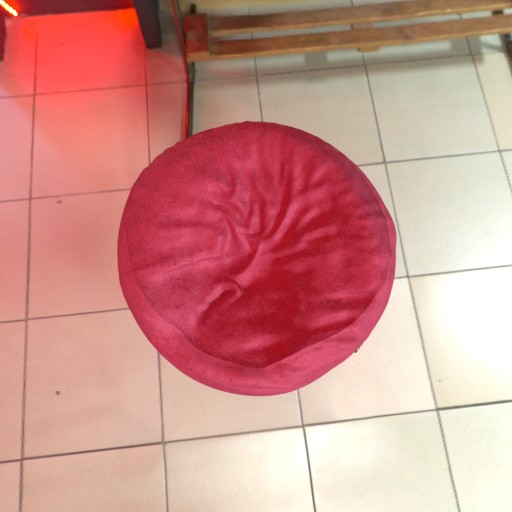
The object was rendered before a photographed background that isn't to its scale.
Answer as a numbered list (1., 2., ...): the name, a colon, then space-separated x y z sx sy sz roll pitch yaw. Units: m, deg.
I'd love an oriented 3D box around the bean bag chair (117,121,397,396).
1. bean bag chair: 0.000 0.000 2.015 1.218 0.788 1.218 0 74 0
